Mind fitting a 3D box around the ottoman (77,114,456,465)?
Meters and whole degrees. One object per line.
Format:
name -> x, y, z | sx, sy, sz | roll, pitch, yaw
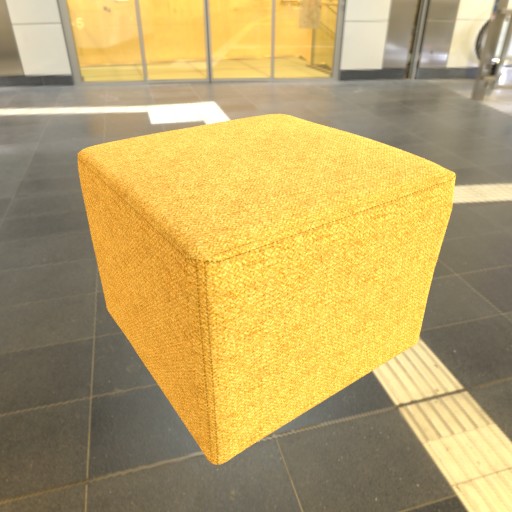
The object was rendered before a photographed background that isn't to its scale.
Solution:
ottoman -> 0.000, 0.000, 0.890 | 0.512, 0.441, 0.505 | -20, 37, -29
